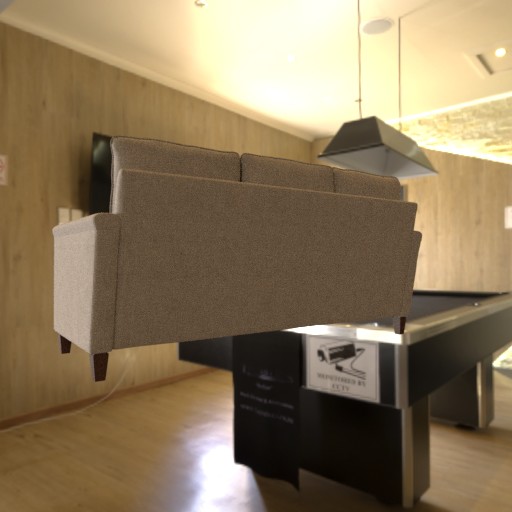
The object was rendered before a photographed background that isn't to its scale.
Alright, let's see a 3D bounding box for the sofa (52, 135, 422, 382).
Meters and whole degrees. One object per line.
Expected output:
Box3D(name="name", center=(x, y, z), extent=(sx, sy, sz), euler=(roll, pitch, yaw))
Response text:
Box3D(name="sofa", center=(0.000, 0.000, 2.422), extent=(1.925, 0.959, 0.828), euler=(0, 0, -35))
